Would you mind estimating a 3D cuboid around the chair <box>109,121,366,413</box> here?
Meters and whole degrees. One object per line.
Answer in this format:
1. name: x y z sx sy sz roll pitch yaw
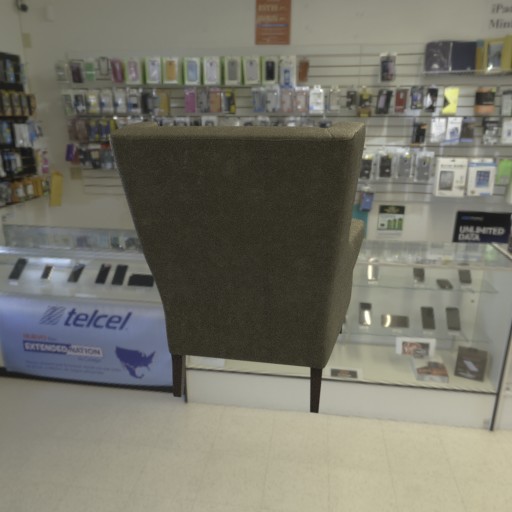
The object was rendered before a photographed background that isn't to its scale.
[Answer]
1. chair: 0.000 0.000 1.744 0.853 1.016 0.926 3 18 10
